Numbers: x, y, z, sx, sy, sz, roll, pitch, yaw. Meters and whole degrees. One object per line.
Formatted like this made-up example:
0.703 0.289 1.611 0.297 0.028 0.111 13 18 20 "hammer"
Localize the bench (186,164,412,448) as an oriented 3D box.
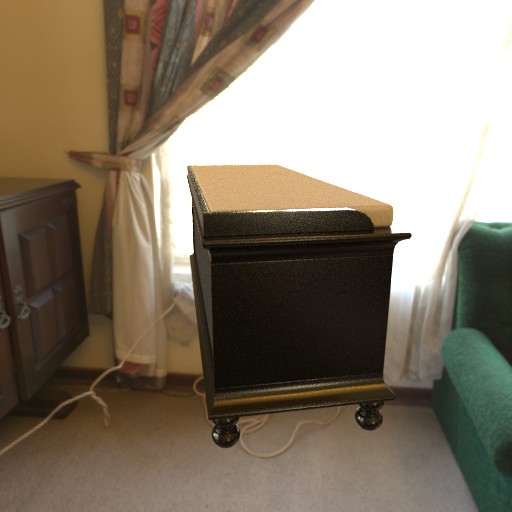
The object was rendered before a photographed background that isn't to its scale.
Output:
0.000 0.000 1.434 0.402 0.501 1.185 -3 16 -10 "bench"
